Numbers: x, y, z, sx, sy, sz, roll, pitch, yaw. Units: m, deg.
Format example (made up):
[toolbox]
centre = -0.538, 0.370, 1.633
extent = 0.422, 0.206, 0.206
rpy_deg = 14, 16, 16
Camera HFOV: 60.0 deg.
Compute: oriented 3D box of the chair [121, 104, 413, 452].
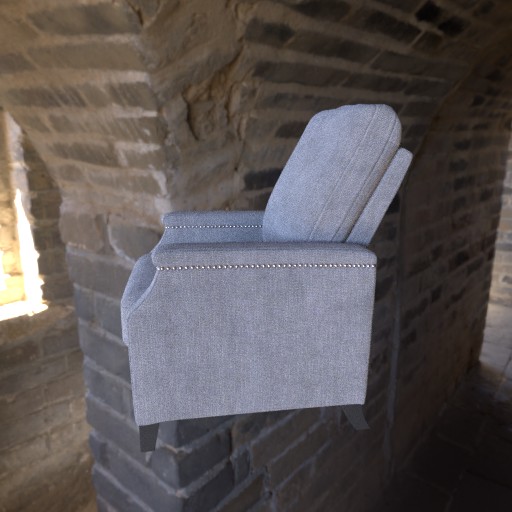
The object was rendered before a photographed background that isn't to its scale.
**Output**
[chair]
centre = 0.000, 0.000, 1.629
extent = 0.922, 1.049, 0.710
rpy_deg = -2, 15, -9
